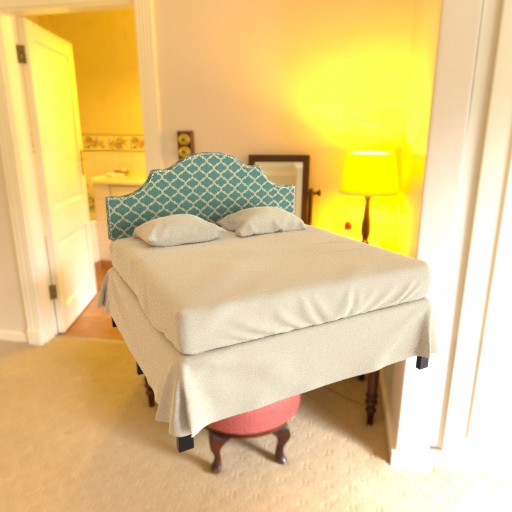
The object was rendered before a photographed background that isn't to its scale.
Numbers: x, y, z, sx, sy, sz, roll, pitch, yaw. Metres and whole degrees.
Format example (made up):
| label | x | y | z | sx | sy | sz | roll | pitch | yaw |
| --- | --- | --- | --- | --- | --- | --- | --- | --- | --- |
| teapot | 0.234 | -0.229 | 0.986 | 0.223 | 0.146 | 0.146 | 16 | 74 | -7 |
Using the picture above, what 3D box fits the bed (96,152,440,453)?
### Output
| label | x | y | z | sx | sy | sz | roll | pitch | yaw |
| --- | --- | --- | --- | --- | --- | --- | --- | --- | --- |
| bed | 0.000 | 0.000 | 3.667 | 2.314 | 1.601 | 2.222 | -8 | 18 | -27 |
